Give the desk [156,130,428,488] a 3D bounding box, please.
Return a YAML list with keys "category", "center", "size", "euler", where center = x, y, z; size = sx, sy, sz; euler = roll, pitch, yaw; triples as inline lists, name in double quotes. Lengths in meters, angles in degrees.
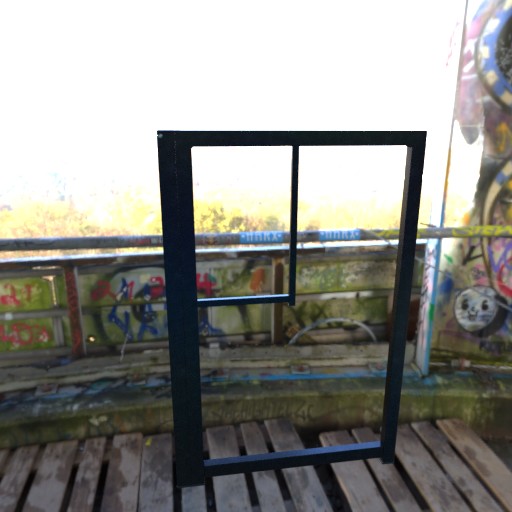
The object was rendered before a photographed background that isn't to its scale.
- category: "desk"
  center: [0.000, 0.000, 1.392]
  size: [0.508, 0.762, 1.016]
  euler: [-2, 16, -8]
